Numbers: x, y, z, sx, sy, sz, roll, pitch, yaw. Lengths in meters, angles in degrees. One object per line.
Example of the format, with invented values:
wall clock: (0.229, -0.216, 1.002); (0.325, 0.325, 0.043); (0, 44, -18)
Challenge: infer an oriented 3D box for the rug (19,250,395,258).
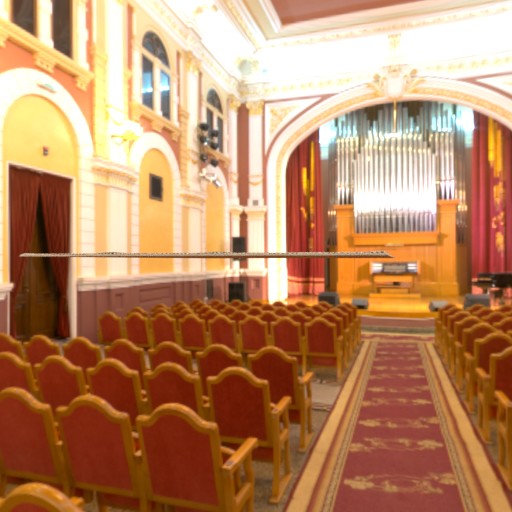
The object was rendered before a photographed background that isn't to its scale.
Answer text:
rug: (0.000, 0.000, 4.117); (2.429, 0.030, 3.052); (0, -1, 18)
